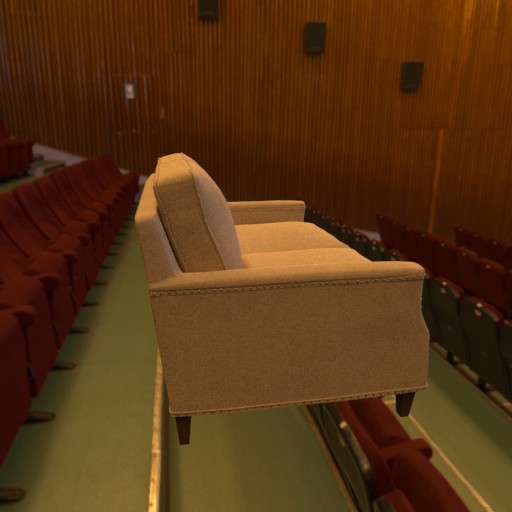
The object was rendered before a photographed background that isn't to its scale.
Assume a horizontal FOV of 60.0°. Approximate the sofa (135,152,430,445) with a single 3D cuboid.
[{"bbox_3d":[0.000,0.000,2.276,1.084,1.002,1.597,-3,16,-10],"label":"sofa"}]
